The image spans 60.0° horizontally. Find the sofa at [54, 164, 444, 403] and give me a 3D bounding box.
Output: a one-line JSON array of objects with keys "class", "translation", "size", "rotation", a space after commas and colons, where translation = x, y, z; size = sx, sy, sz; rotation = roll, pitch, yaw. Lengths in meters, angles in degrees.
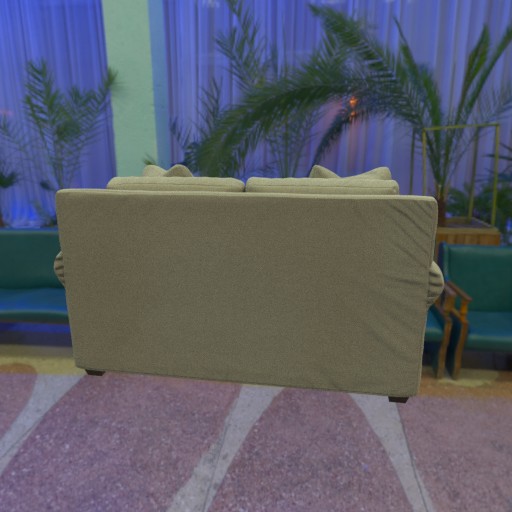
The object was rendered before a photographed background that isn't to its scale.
[{"class": "sofa", "translation": [0.000, 0.000, 2.198], "size": [1.550, 0.905, 1.070], "rotation": [2, 16, 9]}]
